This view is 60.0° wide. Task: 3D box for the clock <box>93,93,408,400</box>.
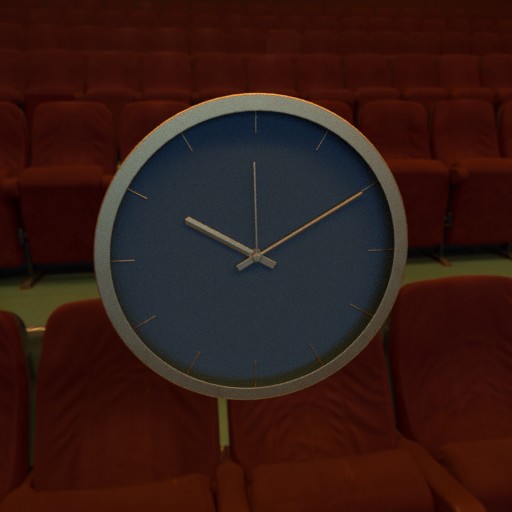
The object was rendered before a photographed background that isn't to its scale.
[{"bbox_3d":[0.000,0.000,0.457,0.314,0.314,0.040,-2,16,-8],"label":"clock"}]
